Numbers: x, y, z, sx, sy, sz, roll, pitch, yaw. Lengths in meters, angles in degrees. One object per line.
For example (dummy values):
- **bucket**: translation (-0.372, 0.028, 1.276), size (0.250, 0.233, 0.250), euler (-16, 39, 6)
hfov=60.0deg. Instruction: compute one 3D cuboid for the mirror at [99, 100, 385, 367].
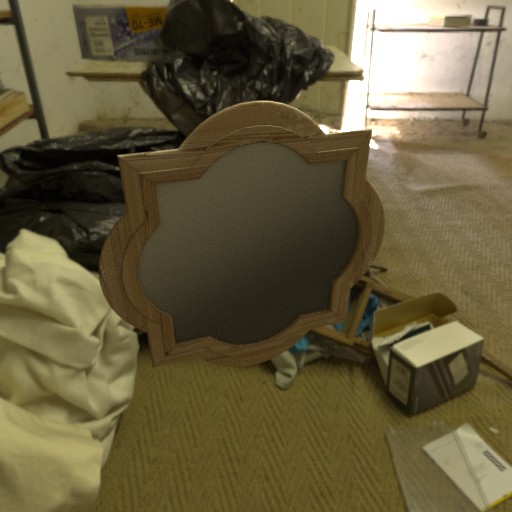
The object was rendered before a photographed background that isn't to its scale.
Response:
- **mirror**: translation (0.000, 0.000, 1.045), size (0.686, 0.686, 0.019), euler (-10, 33, -16)
